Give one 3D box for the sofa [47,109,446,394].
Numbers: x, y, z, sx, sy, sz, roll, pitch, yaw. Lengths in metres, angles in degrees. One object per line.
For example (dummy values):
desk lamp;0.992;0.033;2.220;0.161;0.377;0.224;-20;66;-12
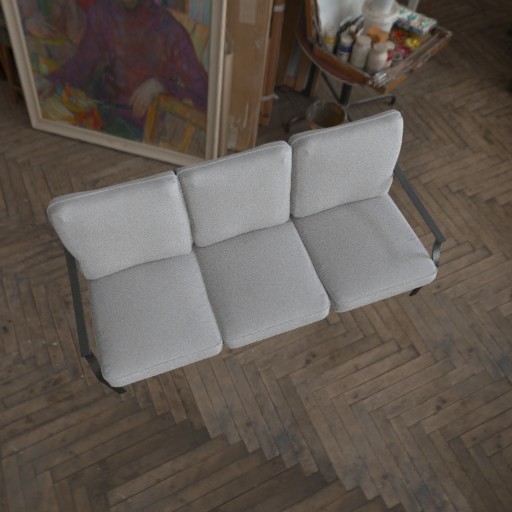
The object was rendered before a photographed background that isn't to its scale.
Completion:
sofa;0.000;0.000;2.218;1.740;0.860;0.787;-17;64;-9
